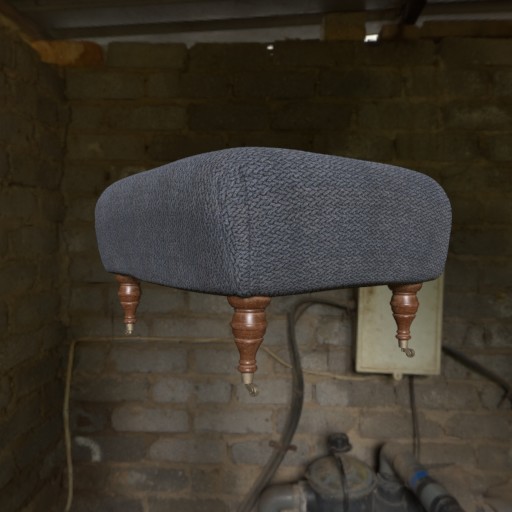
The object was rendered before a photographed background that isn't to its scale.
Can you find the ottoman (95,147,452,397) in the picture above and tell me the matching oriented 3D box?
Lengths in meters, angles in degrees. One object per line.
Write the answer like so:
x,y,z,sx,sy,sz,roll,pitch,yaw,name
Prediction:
0.000,0.000,1.119,0.622,0.450,0.747,-1,2,-36,ottoman
